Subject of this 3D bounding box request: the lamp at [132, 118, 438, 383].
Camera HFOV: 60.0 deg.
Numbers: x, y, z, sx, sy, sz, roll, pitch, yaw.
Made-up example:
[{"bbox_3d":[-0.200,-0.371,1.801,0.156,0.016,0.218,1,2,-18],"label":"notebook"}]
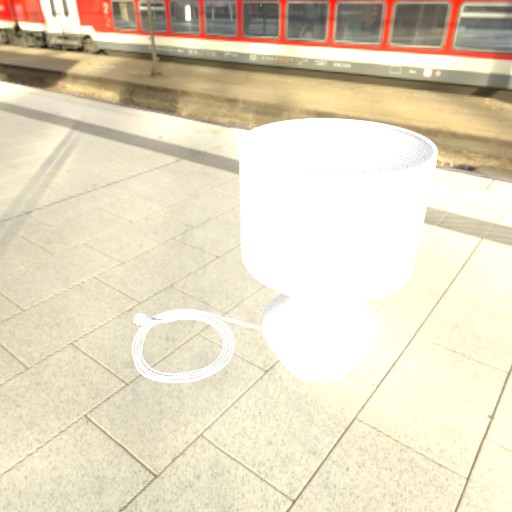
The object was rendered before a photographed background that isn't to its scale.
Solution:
[{"bbox_3d":[0.000,0.000,0.842,0.546,0.457,0.401,20,36,30],"label":"lamp"}]
